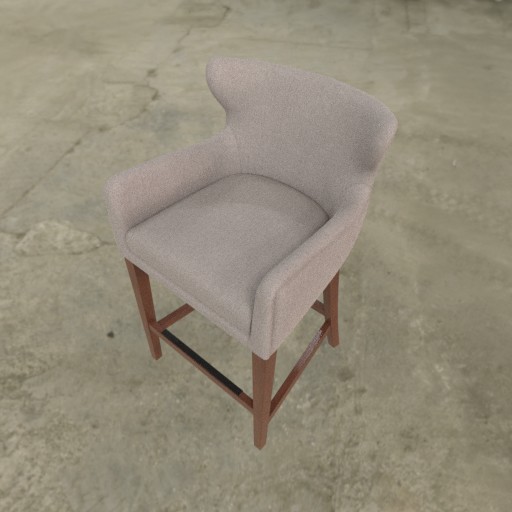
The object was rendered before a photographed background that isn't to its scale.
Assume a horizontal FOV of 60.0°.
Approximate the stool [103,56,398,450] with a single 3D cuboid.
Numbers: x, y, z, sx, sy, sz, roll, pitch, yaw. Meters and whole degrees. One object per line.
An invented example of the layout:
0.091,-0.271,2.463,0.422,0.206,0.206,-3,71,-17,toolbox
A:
0.000,0.000,1.326,0.575,0.951,0.575,31,52,28,stool
